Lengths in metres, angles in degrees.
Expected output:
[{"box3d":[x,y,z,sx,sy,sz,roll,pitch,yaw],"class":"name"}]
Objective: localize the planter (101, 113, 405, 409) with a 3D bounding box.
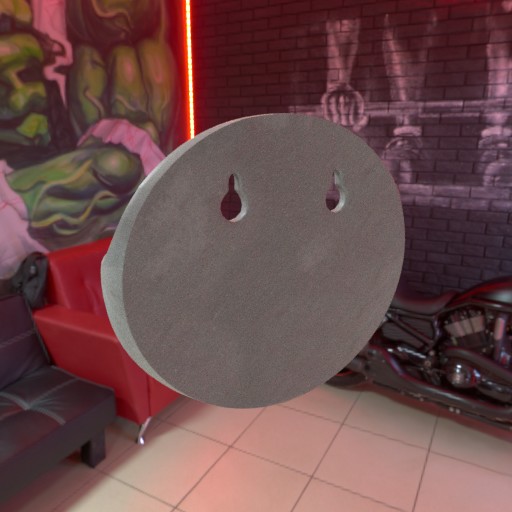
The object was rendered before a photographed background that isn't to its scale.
[{"box3d":[0.000,0.000,0.272,0.190,0.164,0.073,-8,17,-28],"class":"planter"}]
